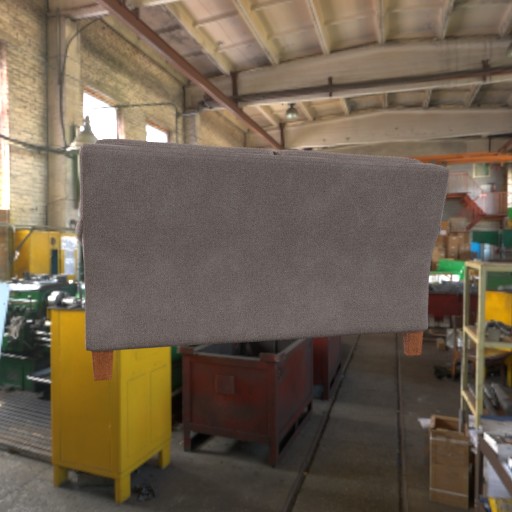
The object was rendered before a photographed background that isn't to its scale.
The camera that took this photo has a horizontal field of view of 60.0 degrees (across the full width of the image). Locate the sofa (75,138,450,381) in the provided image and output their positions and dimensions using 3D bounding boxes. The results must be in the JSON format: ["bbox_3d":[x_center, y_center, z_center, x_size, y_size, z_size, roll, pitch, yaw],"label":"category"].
[{"bbox_3d":[0.000,0.000,2.535,1.853,1.101,1.084,0,1,-16],"label":"sofa"}]
